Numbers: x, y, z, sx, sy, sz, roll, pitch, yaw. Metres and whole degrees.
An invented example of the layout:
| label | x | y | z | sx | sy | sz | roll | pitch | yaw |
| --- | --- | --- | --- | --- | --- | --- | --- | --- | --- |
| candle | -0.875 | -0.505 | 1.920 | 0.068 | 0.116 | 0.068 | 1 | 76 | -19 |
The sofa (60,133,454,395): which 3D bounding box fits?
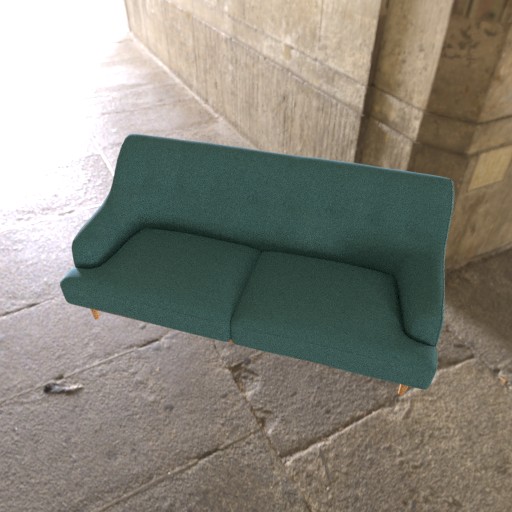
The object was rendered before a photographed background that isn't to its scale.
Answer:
| label | x | y | z | sx | sy | sz | roll | pitch | yaw |
| --- | --- | --- | --- | --- | --- | --- | --- | --- | --- |
| sofa | 0.000 | 0.000 | 2.567 | 2.057 | 0.871 | 0.978 | 11 | 42 | 13 |
